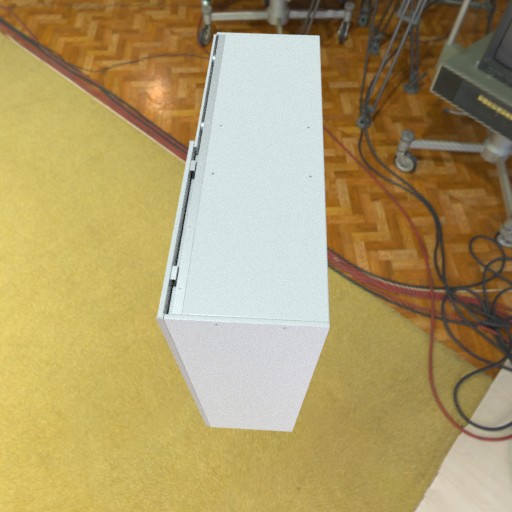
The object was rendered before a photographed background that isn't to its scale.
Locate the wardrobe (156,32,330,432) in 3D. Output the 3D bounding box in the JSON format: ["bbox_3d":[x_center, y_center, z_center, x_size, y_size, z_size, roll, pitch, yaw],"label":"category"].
[{"bbox_3d":[0.000,0.000,2.890,0.629,1.960,1.780,3,58,2],"label":"wardrobe"}]
